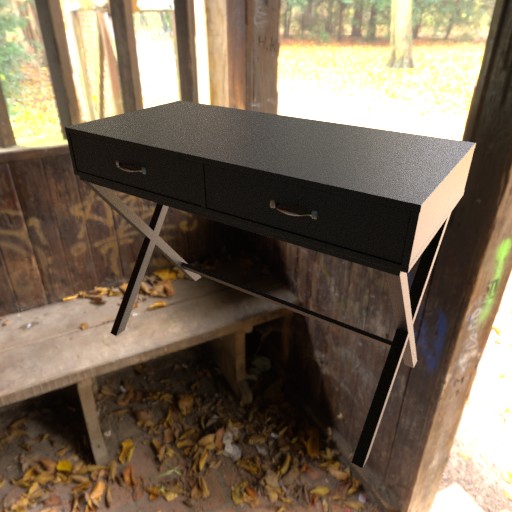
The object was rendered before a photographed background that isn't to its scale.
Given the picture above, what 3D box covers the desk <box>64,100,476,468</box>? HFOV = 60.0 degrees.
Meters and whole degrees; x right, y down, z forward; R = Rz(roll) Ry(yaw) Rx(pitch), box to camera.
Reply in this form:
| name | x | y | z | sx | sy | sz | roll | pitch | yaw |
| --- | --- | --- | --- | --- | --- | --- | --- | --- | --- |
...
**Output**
| name | x | y | z | sx | sy | sz | roll | pitch | yaw |
| --- | --- | --- | --- | --- | --- | --- | --- | --- | --- |
| desk | 0.000 | 0.000 | 1.438 | 1.057 | 0.780 | 0.525 | 18 | 35 | 29 |
